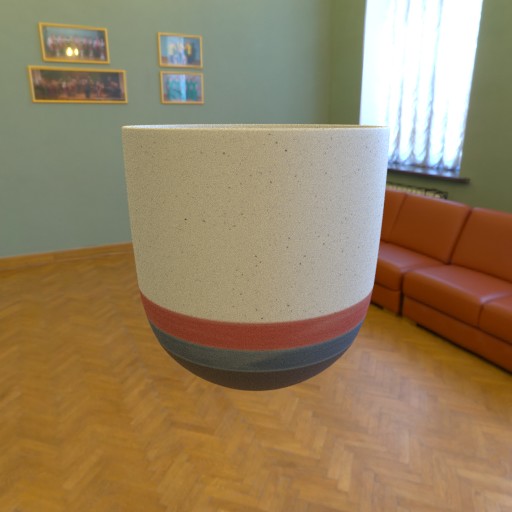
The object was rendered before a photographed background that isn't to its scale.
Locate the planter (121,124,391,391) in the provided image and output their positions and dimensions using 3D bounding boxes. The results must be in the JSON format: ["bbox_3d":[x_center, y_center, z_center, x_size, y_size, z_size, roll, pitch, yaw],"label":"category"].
[{"bbox_3d":[0.000,0.000,0.380,0.204,0.214,0.204,0,17,0],"label":"planter"}]
